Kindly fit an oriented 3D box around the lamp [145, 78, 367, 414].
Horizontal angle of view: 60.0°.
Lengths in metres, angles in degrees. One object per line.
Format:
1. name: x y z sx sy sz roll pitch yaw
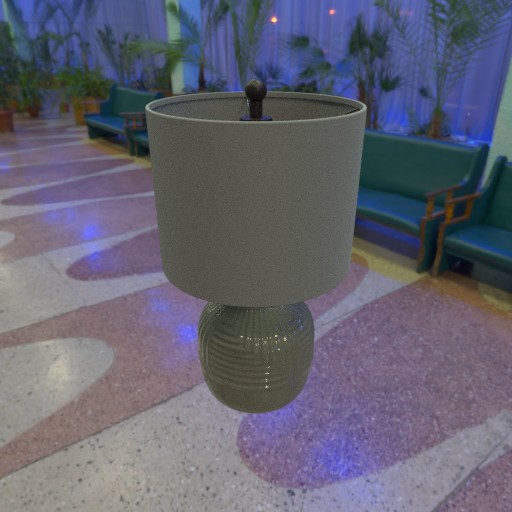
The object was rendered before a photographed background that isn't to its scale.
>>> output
1. lamp: 0.000 0.000 0.761 0.318 0.567 0.318 0 26 0
